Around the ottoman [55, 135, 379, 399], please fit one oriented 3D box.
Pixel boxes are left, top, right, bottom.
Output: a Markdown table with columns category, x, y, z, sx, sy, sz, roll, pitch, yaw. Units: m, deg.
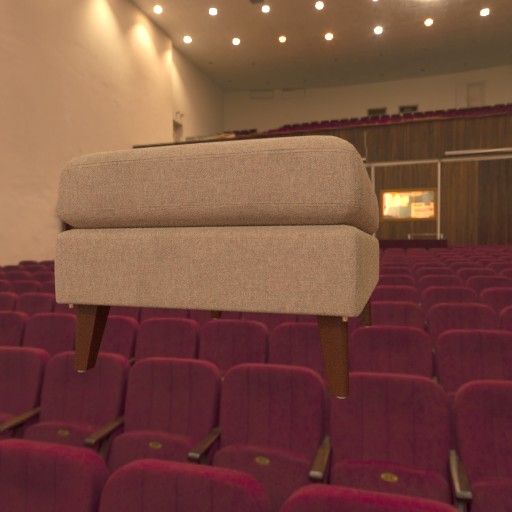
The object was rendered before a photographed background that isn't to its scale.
| category | x | y | z | sx | sy | sz | roll | pitch | yaw |
| --- | --- | --- | --- | --- | --- | --- | --- | --- | --- |
| ottoman | 0.000 | 0.000 | 1.188 | 0.610 | 0.478 | 0.823 | 0 | 1 | 18 |
